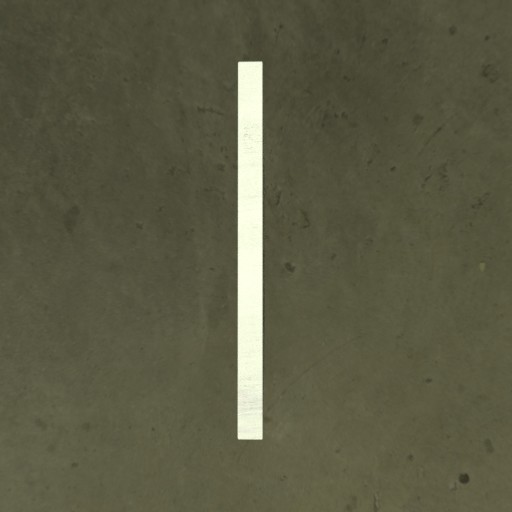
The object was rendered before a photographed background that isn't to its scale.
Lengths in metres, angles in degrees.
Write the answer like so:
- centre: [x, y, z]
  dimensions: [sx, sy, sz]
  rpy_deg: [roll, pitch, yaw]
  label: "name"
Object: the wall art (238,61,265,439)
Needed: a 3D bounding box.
- centre: [0.000, 0.000, 1.187]
  dimensions: [0.043, 0.914, 0.624]
  rpy_deg: [0, 88, 1]
  label: "wall art"
